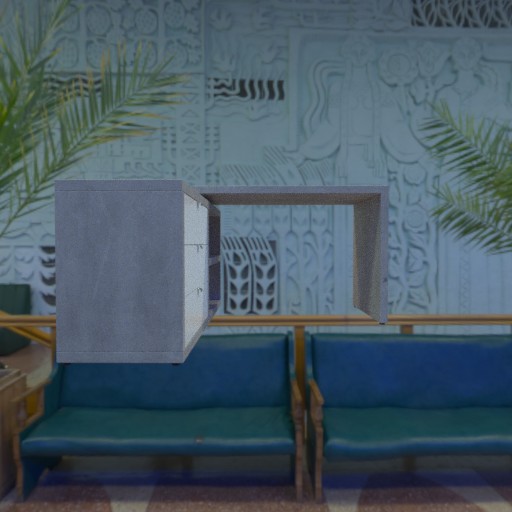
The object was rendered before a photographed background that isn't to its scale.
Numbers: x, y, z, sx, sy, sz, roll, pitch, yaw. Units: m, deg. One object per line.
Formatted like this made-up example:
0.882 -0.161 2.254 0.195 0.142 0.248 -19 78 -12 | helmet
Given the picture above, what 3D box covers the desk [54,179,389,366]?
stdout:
0.000 0.000 2.305 1.400 0.740 1.500 0 2 1 | desk
